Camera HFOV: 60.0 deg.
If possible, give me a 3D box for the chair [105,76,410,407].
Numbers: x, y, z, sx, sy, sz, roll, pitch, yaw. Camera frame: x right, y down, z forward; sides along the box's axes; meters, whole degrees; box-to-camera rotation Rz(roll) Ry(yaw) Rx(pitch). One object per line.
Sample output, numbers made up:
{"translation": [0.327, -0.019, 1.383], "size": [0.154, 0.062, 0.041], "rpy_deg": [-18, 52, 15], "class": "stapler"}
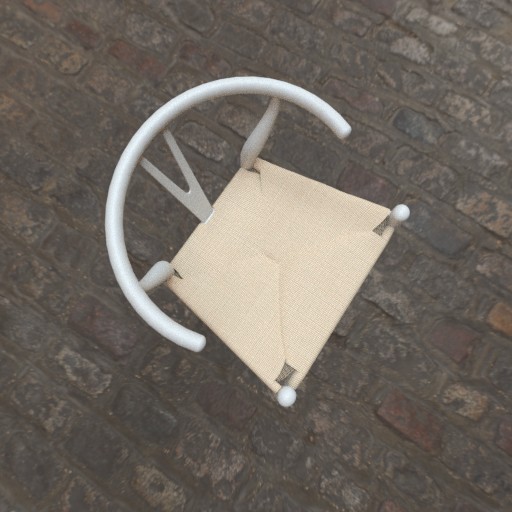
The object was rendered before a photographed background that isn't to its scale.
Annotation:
{"translation": [0.000, 0.000, 1.094], "size": [0.500, 0.736, 0.533], "rpy_deg": [33, 78, 8], "class": "chair"}
